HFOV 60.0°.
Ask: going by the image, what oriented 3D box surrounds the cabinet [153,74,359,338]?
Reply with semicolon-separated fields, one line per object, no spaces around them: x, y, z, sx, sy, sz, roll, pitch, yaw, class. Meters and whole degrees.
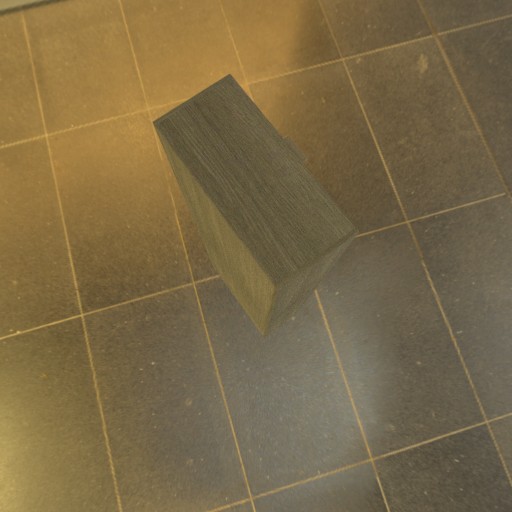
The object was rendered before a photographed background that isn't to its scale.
0.000;0.000;1.850;0.255;1.630;0.520;-35;78;-8;cabinet
